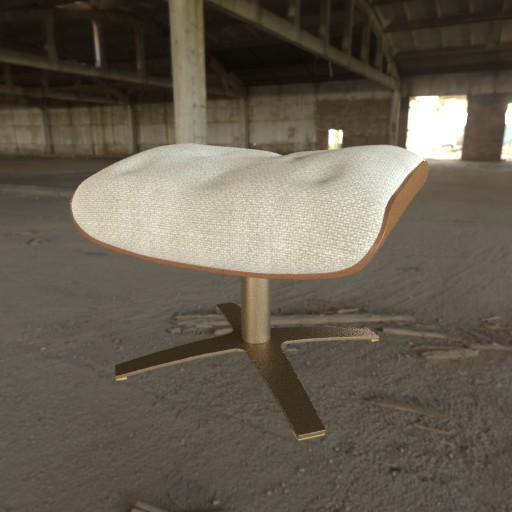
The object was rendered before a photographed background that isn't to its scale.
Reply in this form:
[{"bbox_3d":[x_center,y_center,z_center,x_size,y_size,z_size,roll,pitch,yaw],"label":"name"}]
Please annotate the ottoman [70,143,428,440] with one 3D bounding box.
[{"bbox_3d":[0.000,0.000,0.802,0.520,0.391,0.394,8,17,26],"label":"ottoman"}]
